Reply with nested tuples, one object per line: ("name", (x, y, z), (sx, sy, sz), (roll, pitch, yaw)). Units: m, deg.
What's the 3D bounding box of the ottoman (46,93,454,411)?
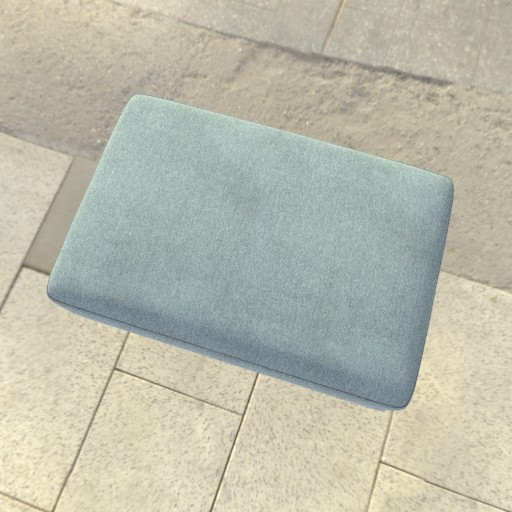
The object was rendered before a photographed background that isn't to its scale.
("ottoman", (0.000, 0.000, 1.199), (0.864, 0.483, 0.584), (16, 75, 5))
